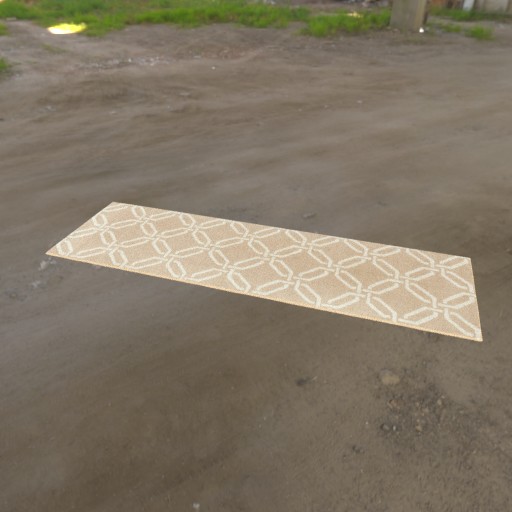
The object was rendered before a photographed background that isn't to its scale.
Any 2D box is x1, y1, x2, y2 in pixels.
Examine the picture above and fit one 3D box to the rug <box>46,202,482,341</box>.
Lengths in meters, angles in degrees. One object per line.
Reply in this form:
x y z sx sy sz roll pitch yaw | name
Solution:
0.000 0.000 2.476 2.276 0.014 0.678 10 35 15 | rug
